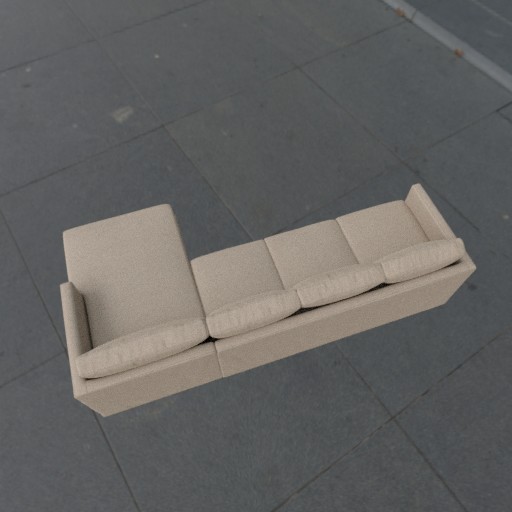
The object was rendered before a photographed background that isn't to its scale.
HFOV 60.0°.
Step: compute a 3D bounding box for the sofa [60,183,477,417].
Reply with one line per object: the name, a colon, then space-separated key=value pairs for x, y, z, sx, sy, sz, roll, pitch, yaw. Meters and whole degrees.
sofa: x=0.000 y=0.000 z=3.861 sx=3.177 sy=0.867 sz=1.622 roll=-16 pitch=61 yaw=-9
